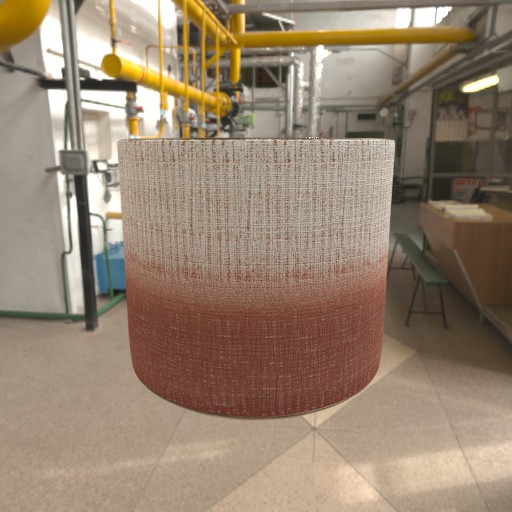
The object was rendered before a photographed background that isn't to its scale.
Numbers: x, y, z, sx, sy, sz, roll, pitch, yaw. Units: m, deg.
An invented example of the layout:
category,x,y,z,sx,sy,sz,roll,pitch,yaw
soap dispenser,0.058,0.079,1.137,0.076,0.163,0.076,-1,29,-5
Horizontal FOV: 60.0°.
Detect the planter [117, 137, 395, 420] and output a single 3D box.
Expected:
category,x,y,z,sx,sy,sz,roll,pitch,yaw
planter,0.000,0.000,0.309,0.178,0.157,0.178,0,14,0
